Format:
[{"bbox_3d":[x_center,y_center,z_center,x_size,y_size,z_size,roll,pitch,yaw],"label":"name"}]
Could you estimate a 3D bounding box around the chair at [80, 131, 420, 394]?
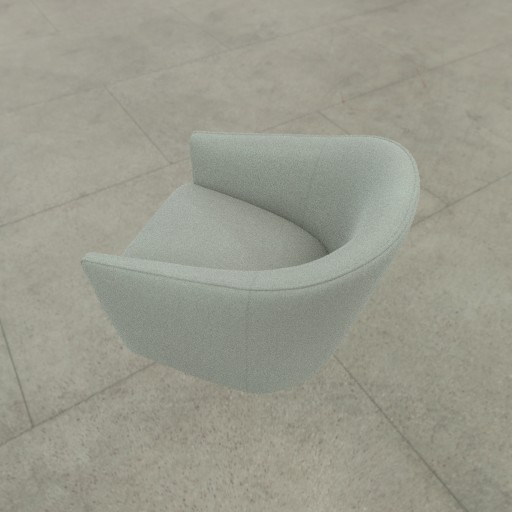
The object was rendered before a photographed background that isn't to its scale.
[{"bbox_3d":[0.000,0.000,1.498,0.875,0.799,0.747,17,50,14],"label":"chair"}]
